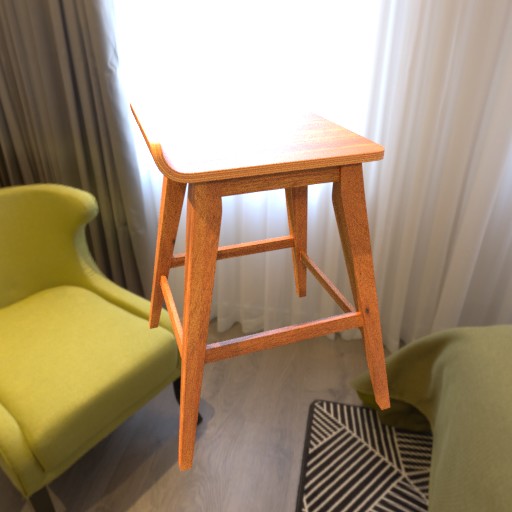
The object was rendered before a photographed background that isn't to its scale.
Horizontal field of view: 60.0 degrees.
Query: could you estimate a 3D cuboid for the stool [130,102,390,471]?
[{"bbox_3d":[0.000,0.000,1.017,0.500,0.650,0.500,-10,32,-16],"label":"stool"}]
